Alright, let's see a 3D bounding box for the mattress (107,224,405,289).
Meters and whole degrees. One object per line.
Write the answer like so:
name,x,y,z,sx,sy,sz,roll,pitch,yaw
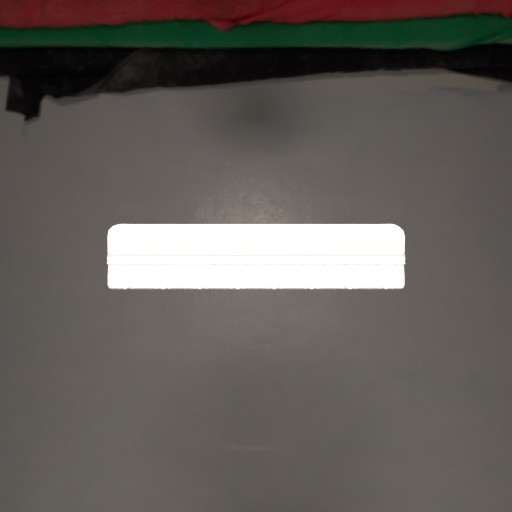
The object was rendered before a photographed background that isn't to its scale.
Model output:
mattress,0.000,0.000,2.321,0.900,0.200,2.000,0,0,0
